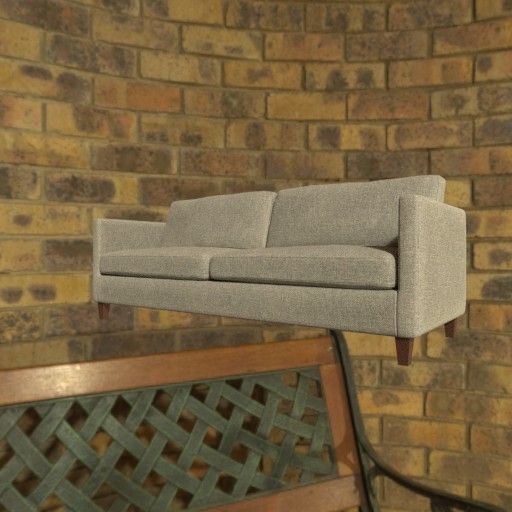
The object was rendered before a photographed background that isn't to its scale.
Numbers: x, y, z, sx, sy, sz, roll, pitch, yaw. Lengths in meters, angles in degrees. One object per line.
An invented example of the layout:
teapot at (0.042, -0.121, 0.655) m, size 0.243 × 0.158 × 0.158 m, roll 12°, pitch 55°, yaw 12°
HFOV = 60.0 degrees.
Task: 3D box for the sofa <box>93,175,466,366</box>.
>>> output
sofa at (0.000, 0.000, 2.973) m, size 2.434 × 0.951 × 0.948 m, roll 0°, pitch 1°, yaw 37°
